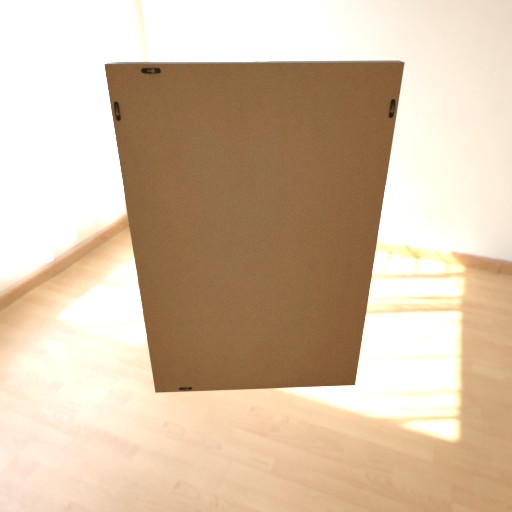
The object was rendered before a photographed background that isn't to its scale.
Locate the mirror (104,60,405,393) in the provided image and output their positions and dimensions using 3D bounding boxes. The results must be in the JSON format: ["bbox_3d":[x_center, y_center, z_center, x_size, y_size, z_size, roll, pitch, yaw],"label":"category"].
[{"bbox_3d":[0.000,0.000,1.136,0.609,0.915,0.040,-1,30,-2],"label":"mirror"}]
